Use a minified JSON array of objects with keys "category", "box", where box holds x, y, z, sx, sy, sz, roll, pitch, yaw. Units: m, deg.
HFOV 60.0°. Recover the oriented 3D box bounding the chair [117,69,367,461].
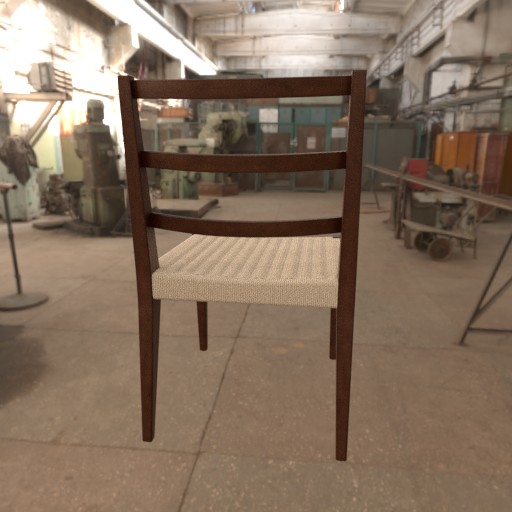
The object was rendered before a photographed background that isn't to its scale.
[{"category":"chair","box":[0.000,0.000,1.143,0.480,0.813,0.551,2,14,8]}]
